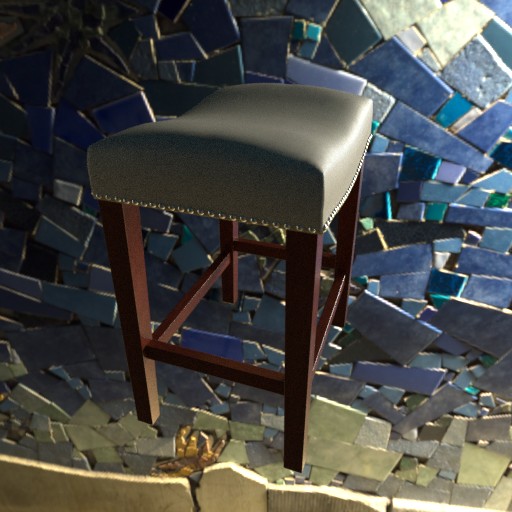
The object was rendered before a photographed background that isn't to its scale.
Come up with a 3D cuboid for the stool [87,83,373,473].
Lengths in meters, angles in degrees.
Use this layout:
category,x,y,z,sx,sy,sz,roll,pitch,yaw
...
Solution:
category,x,y,z,sx,sy,sz,roll,pitch,yaw
stool,0.000,0.000,0.951,0.375,0.632,0.509,10,32,17
